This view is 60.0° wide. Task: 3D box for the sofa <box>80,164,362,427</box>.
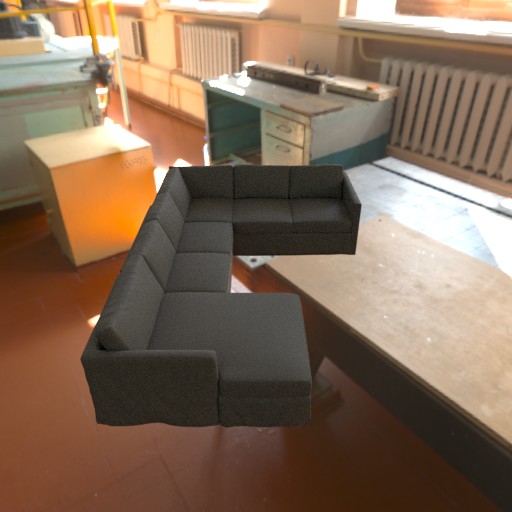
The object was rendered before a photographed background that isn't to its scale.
[{"bbox_3d":[0.000,0.000,4.616,2.476,0.878,3.528,0,32,0],"label":"sofa"}]
